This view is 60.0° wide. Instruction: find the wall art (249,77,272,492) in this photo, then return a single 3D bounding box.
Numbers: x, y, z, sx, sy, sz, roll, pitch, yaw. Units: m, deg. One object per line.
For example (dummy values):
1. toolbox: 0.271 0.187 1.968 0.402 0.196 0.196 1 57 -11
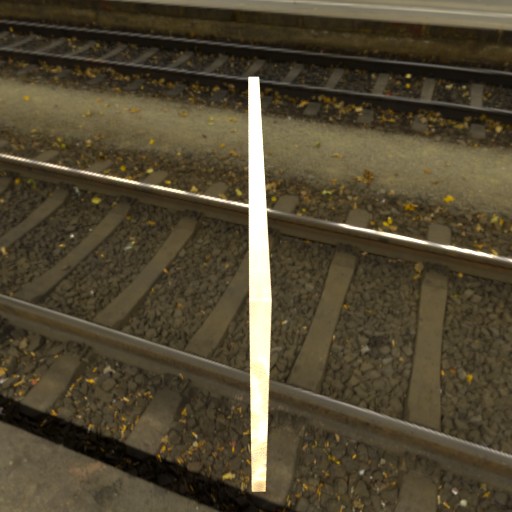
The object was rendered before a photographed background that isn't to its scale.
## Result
1. wall art: 0.000 0.000 1.430 0.041 0.758 1.142 -1 40 -1
